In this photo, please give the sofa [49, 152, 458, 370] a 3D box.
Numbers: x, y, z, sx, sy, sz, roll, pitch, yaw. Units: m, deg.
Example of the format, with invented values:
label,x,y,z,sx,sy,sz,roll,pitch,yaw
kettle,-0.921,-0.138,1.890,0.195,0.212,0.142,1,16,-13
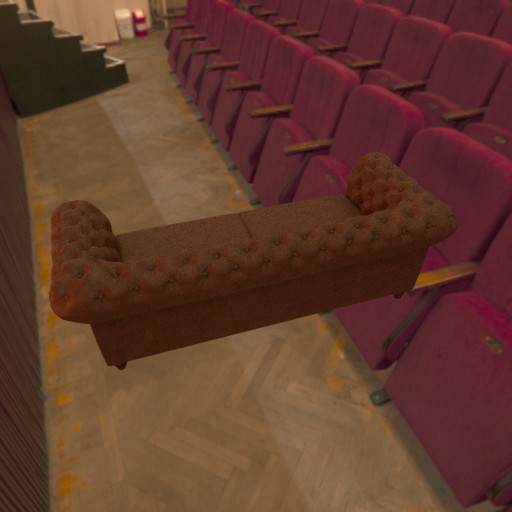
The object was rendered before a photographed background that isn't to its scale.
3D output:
label,x,y,z,sx,sy,sz,roll,pitch,yaw
sofa,0.000,0.000,2.884,2.385,0.783,0.944,-12,40,-14
